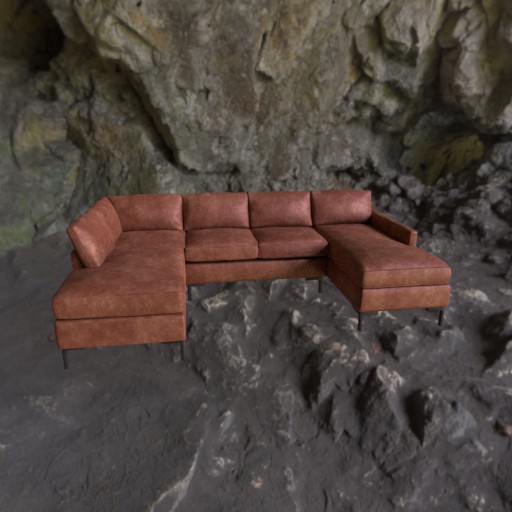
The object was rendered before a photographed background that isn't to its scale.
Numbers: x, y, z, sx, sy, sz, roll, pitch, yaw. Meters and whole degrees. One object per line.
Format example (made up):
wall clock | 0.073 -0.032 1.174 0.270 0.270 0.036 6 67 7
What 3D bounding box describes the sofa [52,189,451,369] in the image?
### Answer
sofa | 0.000 0.000 3.952 2.956 0.900 1.939 -3 17 -8
